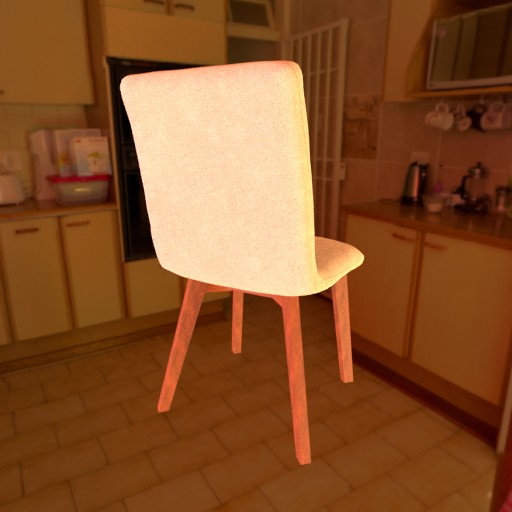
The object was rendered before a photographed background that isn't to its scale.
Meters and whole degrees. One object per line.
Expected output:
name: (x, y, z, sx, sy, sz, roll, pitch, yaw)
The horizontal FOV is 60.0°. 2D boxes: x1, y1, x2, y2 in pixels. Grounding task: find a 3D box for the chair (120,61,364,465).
chair: (0.000, 0.000, 1.297, 0.522, 0.974, 0.563, 8, 18, 27)
